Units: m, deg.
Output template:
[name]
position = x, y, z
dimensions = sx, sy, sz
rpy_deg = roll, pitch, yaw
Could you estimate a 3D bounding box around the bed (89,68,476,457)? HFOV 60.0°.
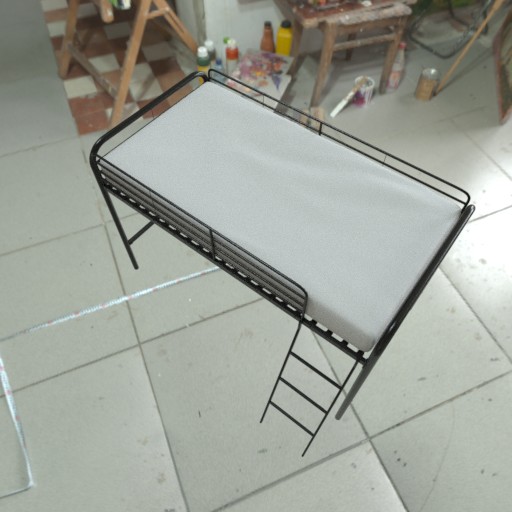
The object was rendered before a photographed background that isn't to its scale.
[bed]
position = 0.000, 0.000, 2.907
dimensions = 1.968, 1.289, 1.393
rpy_deg = 33, 62, 20
